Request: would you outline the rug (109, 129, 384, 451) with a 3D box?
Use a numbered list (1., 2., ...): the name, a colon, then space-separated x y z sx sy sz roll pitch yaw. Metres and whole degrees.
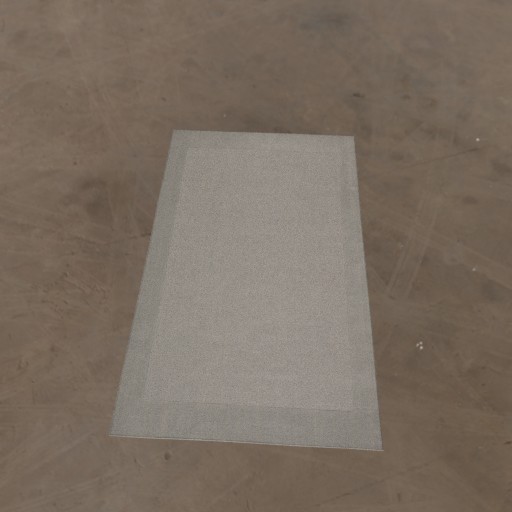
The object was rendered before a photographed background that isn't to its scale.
1. rug: 0.000 0.000 3.092 1.524 0.014 2.438 2 58 2
